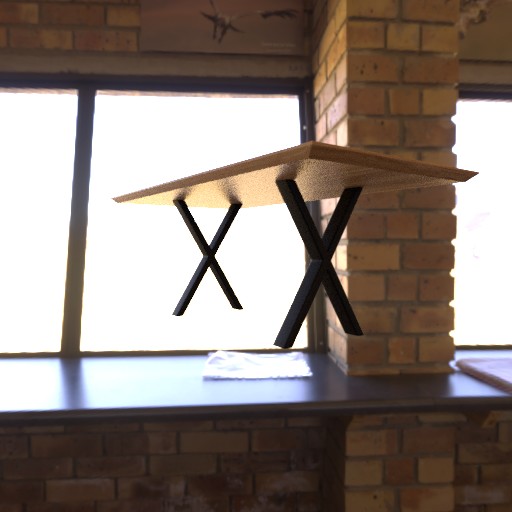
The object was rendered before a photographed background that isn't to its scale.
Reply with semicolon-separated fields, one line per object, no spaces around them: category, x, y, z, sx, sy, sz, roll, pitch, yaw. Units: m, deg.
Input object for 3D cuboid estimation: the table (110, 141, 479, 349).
table;0.000;0.000;2.491;1.000;0.770;2.000;-1;2;-36
